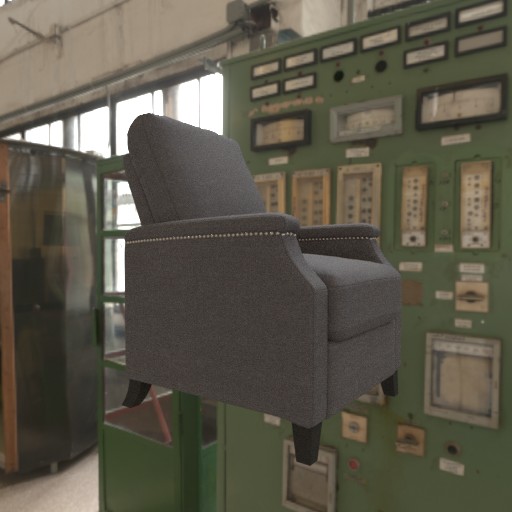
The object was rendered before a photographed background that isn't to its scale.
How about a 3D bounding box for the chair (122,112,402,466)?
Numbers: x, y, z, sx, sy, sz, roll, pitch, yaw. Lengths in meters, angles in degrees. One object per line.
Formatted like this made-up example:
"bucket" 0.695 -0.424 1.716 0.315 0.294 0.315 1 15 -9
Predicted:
"chair" 0.000 0.000 1.630 0.922 1.049 0.710 1 1 36
